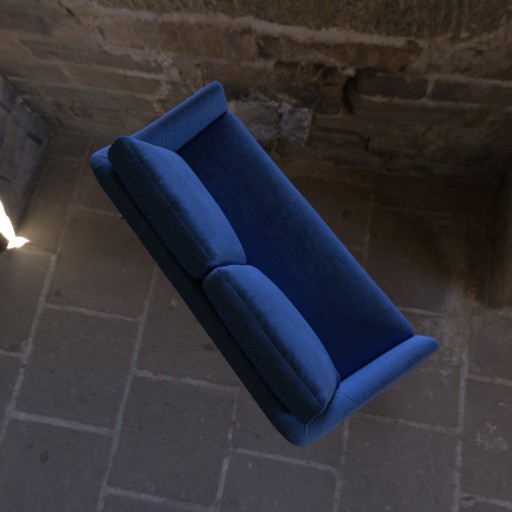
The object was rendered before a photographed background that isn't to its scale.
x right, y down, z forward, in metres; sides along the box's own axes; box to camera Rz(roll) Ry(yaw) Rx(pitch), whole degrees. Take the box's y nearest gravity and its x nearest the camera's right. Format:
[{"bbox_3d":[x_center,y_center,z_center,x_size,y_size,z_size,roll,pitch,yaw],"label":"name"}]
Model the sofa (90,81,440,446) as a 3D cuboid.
[{"bbox_3d":[0.000,0.000,2.596,0.960,0.903,2.036,-36,78,-9],"label":"sofa"}]
